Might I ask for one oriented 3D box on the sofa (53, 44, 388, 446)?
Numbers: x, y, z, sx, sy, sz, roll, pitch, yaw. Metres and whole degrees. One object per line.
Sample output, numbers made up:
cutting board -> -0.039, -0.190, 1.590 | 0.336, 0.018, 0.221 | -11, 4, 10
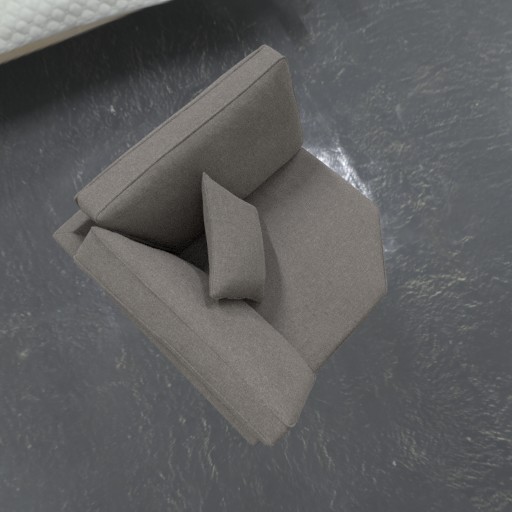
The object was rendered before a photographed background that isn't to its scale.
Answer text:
sofa -> 0.000, 0.000, 1.860 | 1.050, 0.951, 1.042 | 44, 79, 11
